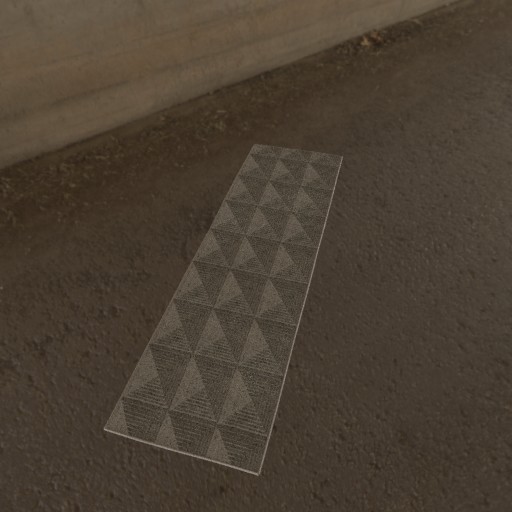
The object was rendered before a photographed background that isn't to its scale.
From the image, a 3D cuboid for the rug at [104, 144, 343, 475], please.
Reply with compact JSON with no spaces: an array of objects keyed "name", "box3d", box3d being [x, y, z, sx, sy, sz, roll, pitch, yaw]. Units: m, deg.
[{"name":"rug","box3d":[0.000,0.000,2.427,0.645,0.015,2.182,12,47,11]}]
